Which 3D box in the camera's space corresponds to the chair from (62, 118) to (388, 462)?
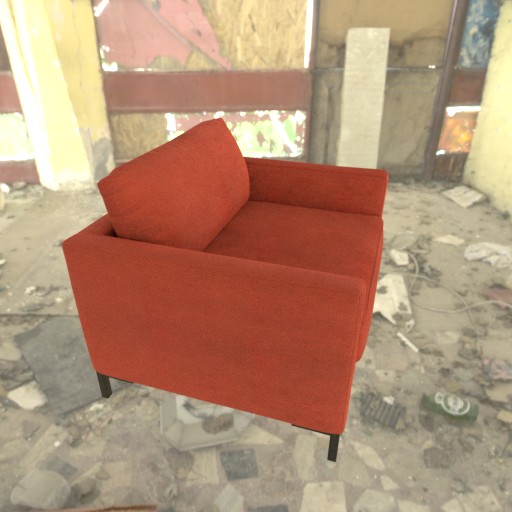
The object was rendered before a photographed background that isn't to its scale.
[{"bbox_3d":[0.000,0.000,1.622,0.875,0.812,0.964,9,31,16],"label":"chair"}]
